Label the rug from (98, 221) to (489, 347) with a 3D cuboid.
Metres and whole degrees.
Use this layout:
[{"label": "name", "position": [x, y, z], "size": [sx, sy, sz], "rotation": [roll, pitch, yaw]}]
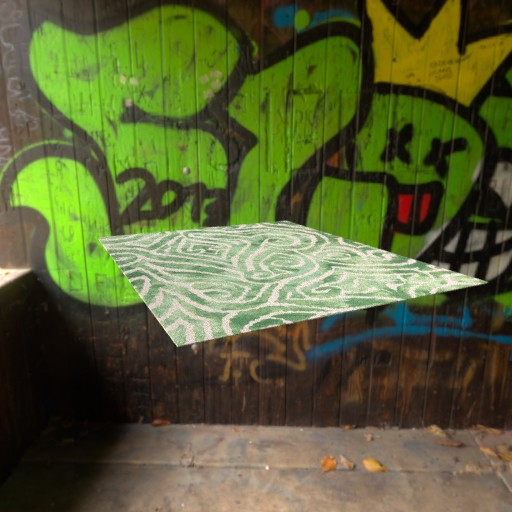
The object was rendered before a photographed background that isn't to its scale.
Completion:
[{"label": "rug", "position": [0.000, 0.000, 4.160], "size": [2.436, 0.007, 3.045], "rotation": [-7, 16, -26]}]
